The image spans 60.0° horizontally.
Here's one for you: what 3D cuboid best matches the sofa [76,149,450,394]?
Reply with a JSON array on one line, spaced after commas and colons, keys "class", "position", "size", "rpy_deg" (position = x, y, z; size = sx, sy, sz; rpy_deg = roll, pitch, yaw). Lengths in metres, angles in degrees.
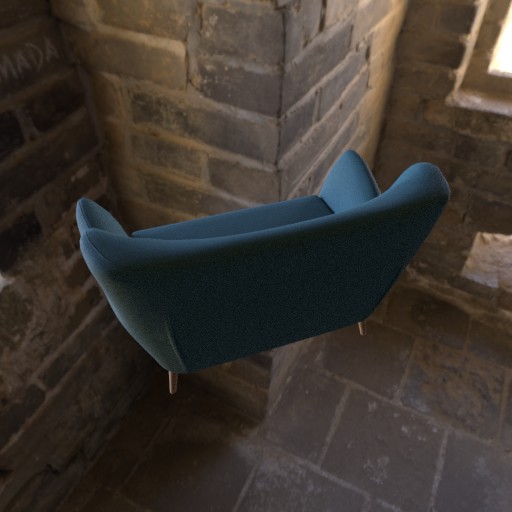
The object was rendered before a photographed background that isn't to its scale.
[{"class": "sofa", "position": [0.000, 0.000, 1.939], "size": [1.397, 0.889, 0.889], "rpy_deg": [-13, 43, -15]}]
